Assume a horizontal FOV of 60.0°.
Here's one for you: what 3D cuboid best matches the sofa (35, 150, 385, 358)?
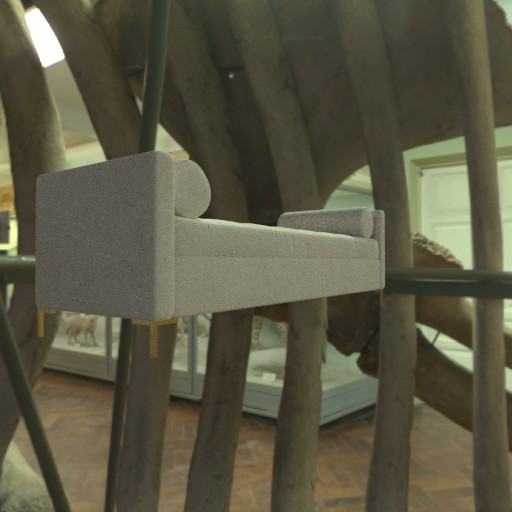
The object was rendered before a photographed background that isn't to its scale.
[{"bbox_3d":[0.000,0.000,2.310,0.686,0.635,1.981,-1,-1,35],"label":"sofa"}]
